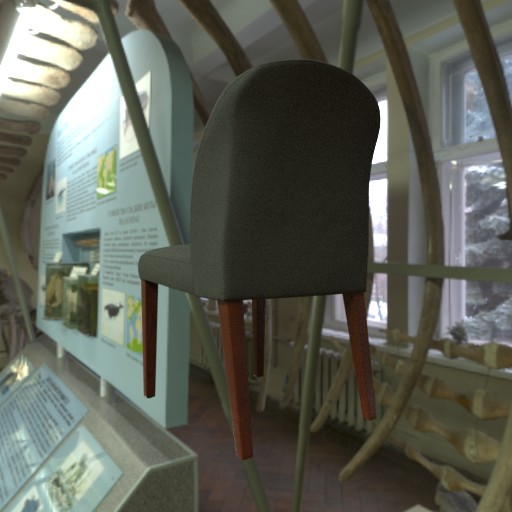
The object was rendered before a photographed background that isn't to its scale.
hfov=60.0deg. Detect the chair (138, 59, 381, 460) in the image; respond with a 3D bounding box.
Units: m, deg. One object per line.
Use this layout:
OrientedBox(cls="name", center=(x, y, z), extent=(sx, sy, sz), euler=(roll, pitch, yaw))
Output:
OrientedBox(cls="chair", center=(0.000, 0.000, 1.267), extent=(0.506, 0.879, 0.619), euler=(0, 0, -35))
